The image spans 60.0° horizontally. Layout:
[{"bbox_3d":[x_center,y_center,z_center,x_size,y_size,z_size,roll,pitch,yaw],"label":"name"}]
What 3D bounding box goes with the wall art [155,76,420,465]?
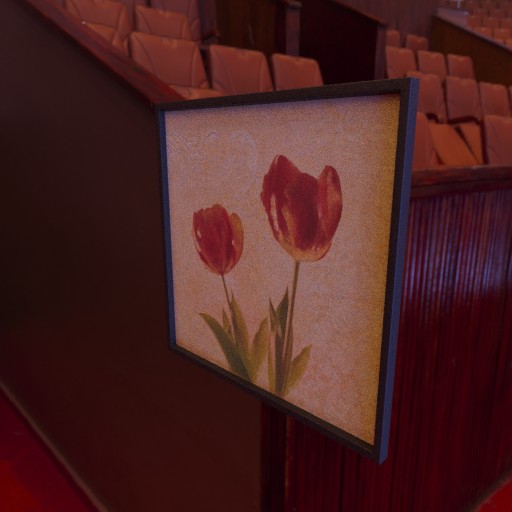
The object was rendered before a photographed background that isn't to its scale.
[{"bbox_3d":[0.000,0.000,1.168,0.805,0.807,0.043,14,20,42],"label":"wall art"}]
